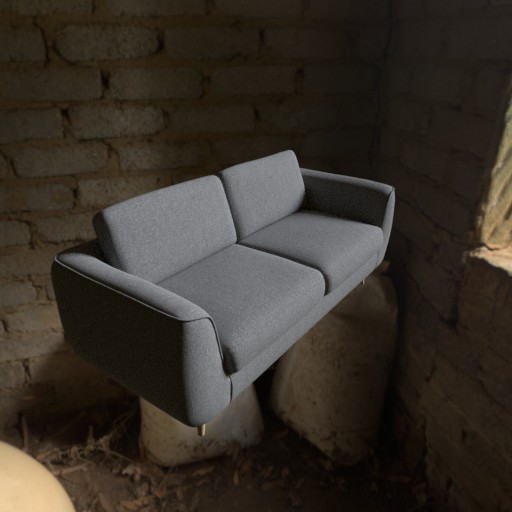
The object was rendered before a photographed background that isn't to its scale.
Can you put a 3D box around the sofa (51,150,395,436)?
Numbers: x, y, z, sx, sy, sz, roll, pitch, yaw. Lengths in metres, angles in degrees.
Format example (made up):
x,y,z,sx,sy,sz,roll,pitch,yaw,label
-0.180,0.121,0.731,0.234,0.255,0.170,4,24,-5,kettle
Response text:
x,y,z,sx,sy,sz,roll,pitch,yaw,label
0.000,0.000,2.464,0.920,0.870,2.000,18,31,32,sofa
